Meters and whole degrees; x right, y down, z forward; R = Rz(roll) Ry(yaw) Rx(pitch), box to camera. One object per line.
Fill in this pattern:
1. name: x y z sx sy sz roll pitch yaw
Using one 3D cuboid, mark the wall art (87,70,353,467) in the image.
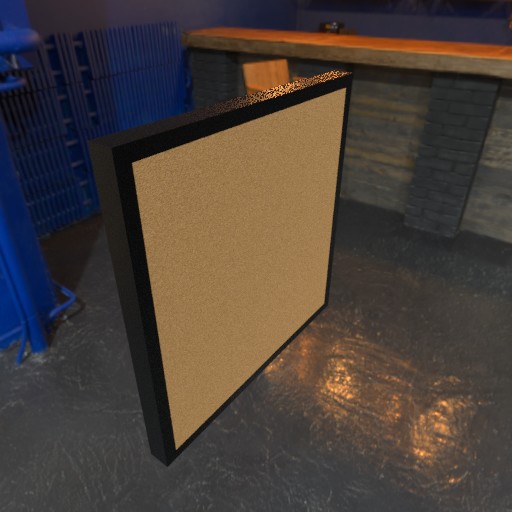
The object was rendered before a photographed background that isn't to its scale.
1. wall art: 0.000 0.000 0.735 0.038 0.506 0.506 22 38 31
